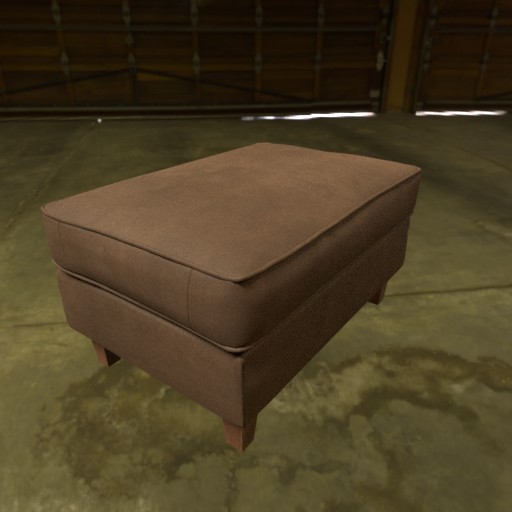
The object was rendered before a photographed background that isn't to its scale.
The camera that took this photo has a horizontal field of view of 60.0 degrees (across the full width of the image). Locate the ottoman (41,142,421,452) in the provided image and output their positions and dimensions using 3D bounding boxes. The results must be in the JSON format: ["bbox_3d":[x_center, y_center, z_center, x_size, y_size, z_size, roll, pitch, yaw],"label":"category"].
[{"bbox_3d":[0.000,0.000,1.201,0.596,0.481,0.860,18,31,32],"label":"ottoman"}]
